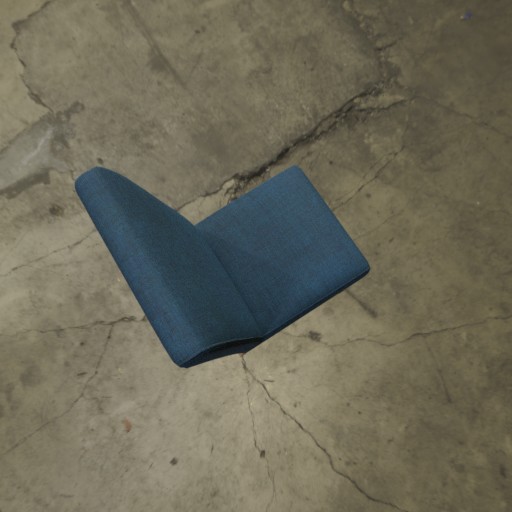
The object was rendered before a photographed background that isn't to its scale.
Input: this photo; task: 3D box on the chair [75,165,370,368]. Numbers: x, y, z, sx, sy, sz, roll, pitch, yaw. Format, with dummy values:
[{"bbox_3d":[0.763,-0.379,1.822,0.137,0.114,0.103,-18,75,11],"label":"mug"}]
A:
[{"bbox_3d":[0.000,0.000,1.360,0.610,1.029,0.450,-31,77,-8],"label":"chair"}]
